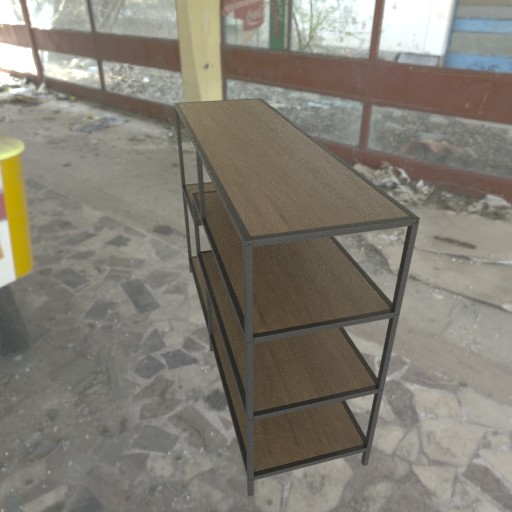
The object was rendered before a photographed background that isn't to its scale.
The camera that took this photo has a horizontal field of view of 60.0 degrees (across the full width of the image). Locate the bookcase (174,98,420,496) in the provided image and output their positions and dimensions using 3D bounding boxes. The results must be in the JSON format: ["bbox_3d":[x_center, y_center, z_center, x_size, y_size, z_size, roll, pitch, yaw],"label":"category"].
[{"bbox_3d":[0.000,0.000,1.490,0.350,0.780,1.140,-8,32,-13],"label":"bookcase"}]
